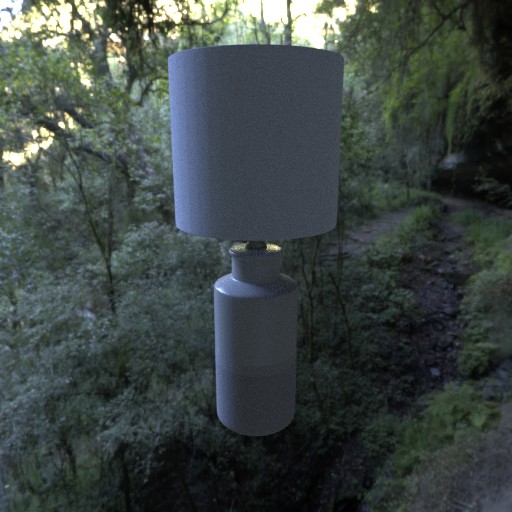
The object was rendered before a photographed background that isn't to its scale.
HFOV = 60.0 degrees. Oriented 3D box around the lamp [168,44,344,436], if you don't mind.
[{"bbox_3d":[0.000,0.000,0.606,0.212,0.493,0.212,-7,17,-24],"label":"lamp"}]
